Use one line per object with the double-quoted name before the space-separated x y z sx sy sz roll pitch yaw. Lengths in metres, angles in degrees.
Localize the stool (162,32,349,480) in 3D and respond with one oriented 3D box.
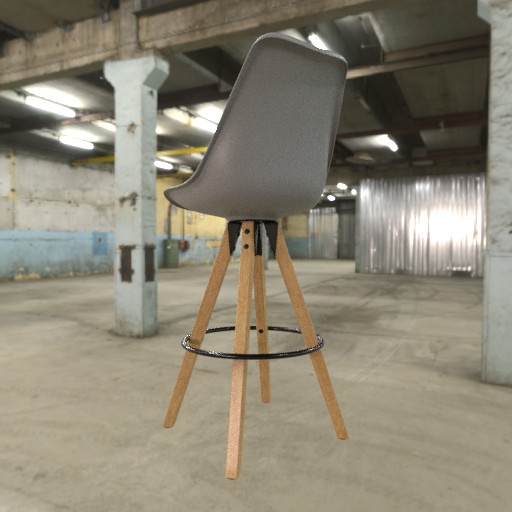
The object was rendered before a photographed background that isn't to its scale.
"stool" 0.000 0.000 1.377 0.485 1.115 0.550 -1 1 -36
